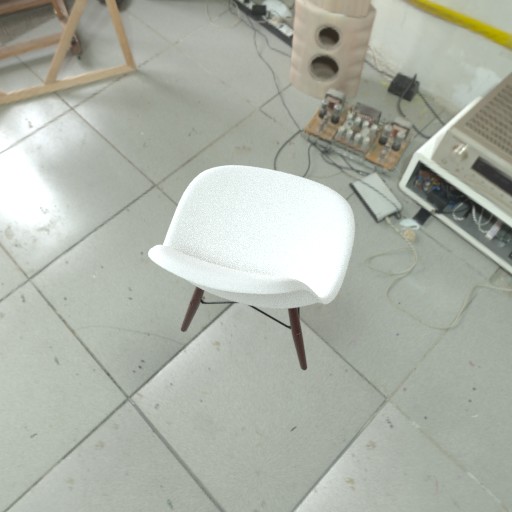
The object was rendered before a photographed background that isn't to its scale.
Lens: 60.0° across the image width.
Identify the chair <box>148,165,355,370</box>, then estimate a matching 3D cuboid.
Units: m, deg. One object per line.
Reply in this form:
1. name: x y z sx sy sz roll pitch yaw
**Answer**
1. chair: 0.000 0.000 1.162 0.470 0.826 0.533 14 65 7
